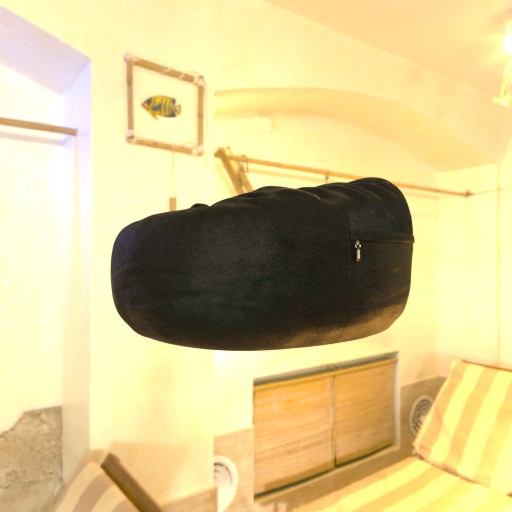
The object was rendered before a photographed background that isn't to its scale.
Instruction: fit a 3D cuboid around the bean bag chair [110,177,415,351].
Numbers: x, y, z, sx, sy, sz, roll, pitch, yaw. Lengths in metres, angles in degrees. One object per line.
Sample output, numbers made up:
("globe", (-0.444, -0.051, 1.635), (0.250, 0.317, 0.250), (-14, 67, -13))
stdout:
("bean bag chair", (0.000, 0.000, 2.466), (1.524, 0.878, 1.524), (0, 0, -37))
